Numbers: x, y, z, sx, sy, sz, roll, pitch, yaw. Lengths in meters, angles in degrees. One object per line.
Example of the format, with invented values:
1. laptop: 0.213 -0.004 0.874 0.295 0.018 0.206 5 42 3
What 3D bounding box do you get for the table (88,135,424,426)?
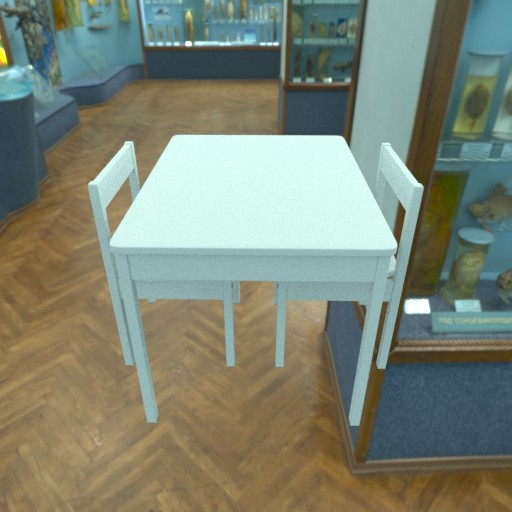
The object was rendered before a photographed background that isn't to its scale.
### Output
1. table: 0.000 0.000 1.133 0.672 0.503 0.650 1 32 1
